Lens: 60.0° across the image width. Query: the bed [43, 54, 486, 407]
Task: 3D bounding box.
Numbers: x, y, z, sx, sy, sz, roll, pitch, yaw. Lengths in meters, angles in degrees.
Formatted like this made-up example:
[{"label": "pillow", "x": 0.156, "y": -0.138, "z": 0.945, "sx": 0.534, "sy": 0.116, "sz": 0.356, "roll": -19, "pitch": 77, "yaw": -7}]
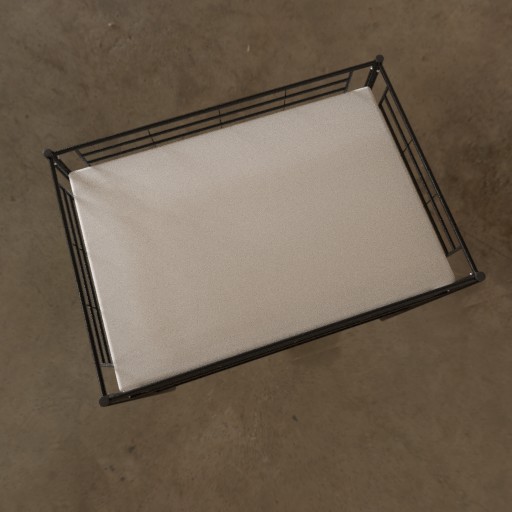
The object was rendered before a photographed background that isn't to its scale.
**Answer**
[{"label": "bed", "x": 0.000, "y": 0.000, "z": 3.181, "sx": 1.994, "sy": 1.803, "sz": 1.397, "roll": -17, "pitch": 76, "yaw": -4}]
